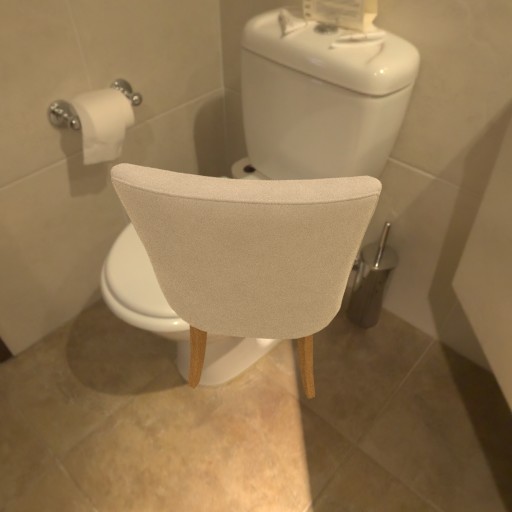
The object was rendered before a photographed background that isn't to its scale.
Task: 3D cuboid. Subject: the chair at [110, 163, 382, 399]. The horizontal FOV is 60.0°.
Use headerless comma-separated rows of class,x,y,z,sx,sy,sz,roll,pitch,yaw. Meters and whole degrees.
chair,0.000,0.000,1.247,0.495,0.902,0.610,4,46,4
